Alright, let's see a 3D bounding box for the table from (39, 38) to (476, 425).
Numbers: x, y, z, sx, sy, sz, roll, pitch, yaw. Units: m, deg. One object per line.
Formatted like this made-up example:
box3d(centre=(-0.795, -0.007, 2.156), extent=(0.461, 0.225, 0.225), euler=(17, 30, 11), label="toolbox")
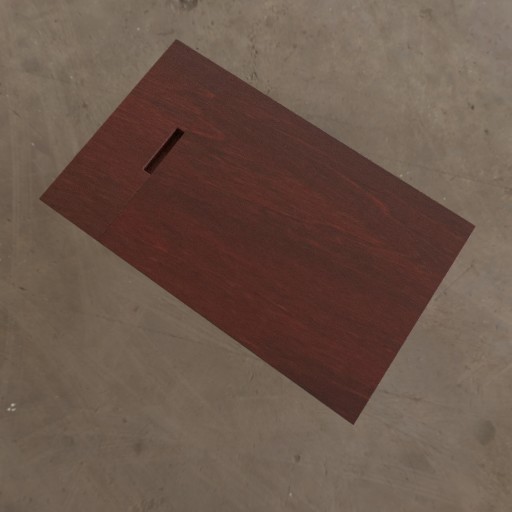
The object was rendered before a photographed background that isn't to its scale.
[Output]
box3d(centre=(0.000, 0.000, 0.989), extent=(0.584, 0.612, 0.356), euler=(34, 79, 7), label="table")
